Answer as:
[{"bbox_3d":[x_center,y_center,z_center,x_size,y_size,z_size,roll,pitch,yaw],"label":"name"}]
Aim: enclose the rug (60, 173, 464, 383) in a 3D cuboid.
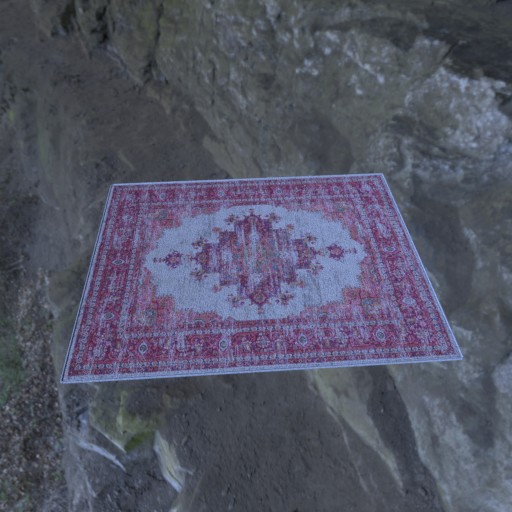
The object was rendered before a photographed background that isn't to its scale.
[{"bbox_3d":[0.000,0.000,4.244,3.123,0.017,2.447,-3,47,-3],"label":"rug"}]
